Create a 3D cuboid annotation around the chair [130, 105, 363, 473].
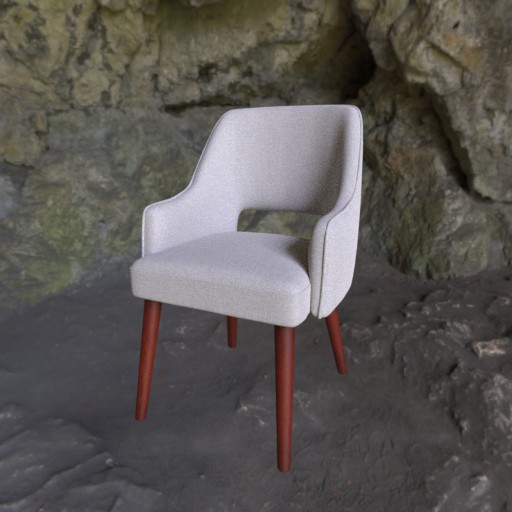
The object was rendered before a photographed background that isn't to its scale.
[{"bbox_3d":[0.000,0.000,1.251,0.560,0.840,0.580,7,16,26],"label":"chair"}]
